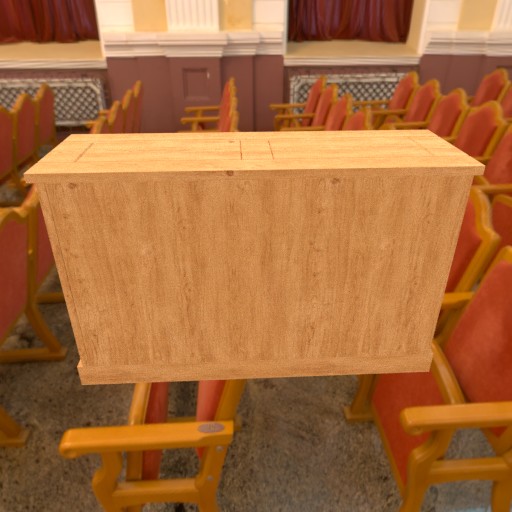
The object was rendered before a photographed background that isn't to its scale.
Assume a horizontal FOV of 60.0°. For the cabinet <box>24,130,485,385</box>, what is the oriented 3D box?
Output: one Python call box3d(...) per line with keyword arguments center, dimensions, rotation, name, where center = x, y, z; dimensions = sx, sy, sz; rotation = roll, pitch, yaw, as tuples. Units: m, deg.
box3d(center=(0.000, 0.000, 1.653), dimensions=(1.321, 0.810, 0.432), rotation=(-1, 30, -3), name="cabinet")
